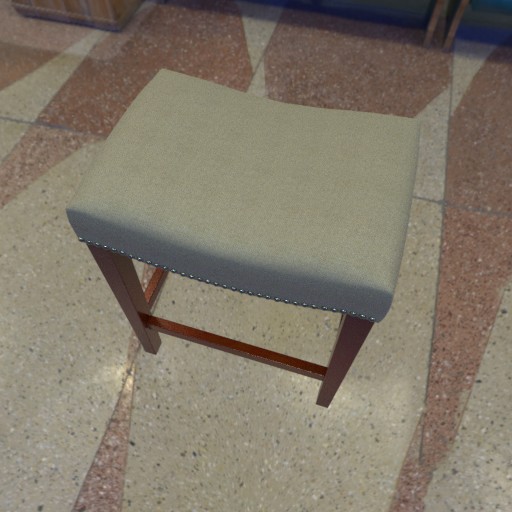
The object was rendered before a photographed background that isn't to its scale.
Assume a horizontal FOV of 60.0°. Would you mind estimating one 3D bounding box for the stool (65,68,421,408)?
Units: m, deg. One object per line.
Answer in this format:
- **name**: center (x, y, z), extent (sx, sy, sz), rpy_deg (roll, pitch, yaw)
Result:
- **stool**: center (0.000, 0.000, 0.961), extent (0.509, 0.632, 0.375), rpy_deg (15, 59, 9)
